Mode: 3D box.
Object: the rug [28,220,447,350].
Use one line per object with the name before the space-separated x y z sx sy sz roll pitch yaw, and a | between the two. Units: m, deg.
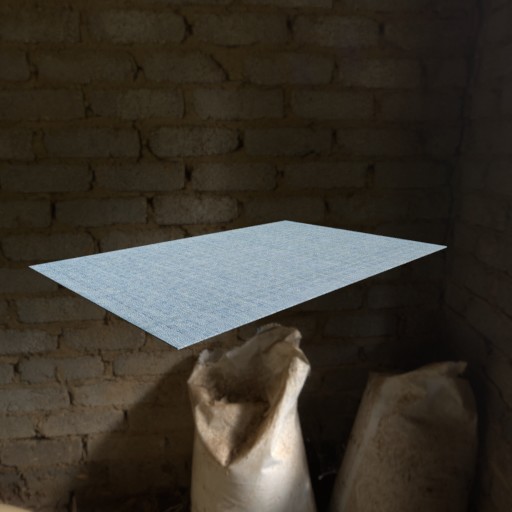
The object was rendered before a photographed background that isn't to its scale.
rug | 0.000 0.000 2.880 2.286 0.006 1.522 -14 20 -43
